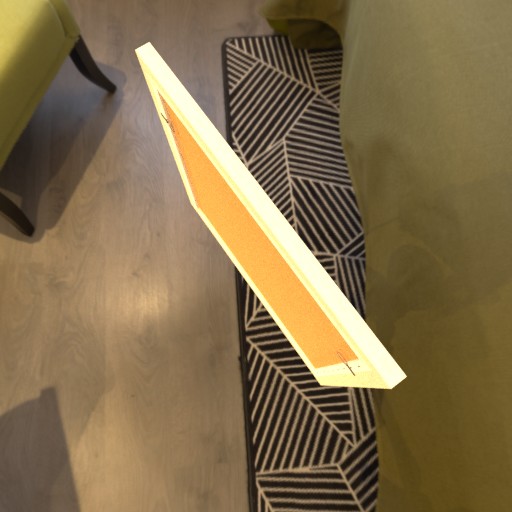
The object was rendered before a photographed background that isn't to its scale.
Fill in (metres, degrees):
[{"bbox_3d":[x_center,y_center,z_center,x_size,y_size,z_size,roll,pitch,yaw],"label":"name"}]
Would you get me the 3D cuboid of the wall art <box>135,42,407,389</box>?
[{"bbox_3d":[0.000,0.000,1.512,0.045,1.016,1.016,-34,77,-9],"label":"wall art"}]
